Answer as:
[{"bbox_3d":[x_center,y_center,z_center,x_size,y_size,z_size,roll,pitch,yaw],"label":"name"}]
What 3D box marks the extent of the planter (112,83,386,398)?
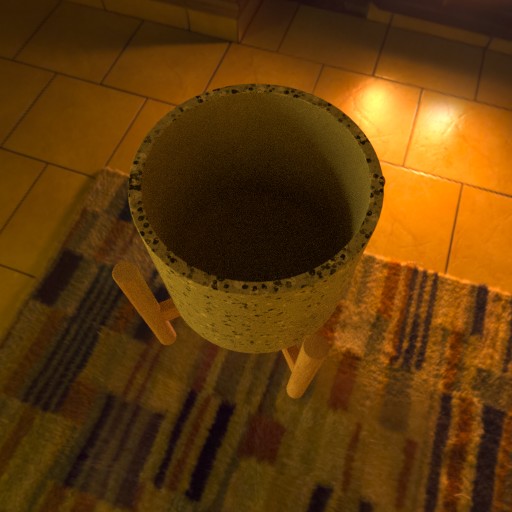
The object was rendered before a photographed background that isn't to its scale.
[{"bbox_3d":[0.000,0.000,0.531,0.284,0.320,0.284,0,64,0],"label":"planter"}]
